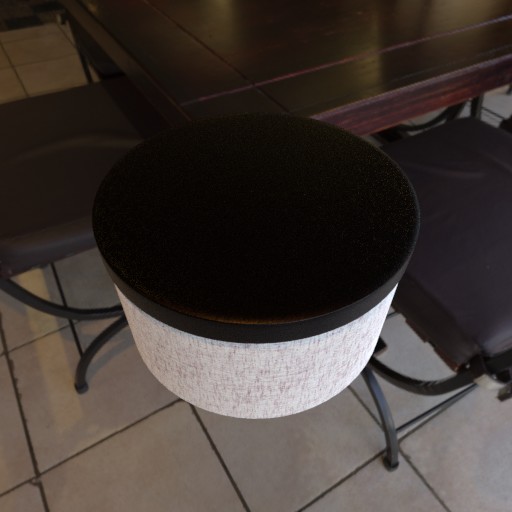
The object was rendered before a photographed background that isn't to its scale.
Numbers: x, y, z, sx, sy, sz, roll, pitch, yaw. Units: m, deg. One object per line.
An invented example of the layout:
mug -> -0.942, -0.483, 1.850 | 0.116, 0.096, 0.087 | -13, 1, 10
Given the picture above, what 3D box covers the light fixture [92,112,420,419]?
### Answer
light fixture -> 0.000, 0.000, 0.623 | 0.389, 0.229, 0.389 | 0, 46, 0
